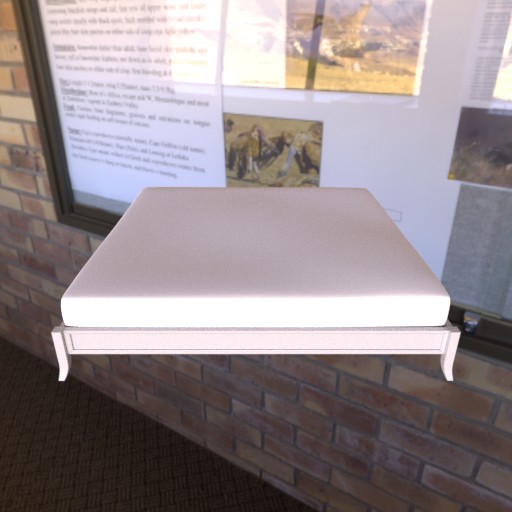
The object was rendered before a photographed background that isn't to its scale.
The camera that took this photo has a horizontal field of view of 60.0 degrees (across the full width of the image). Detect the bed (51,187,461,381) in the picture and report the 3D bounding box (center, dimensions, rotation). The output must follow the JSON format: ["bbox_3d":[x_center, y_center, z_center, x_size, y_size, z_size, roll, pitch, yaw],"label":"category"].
[{"bbox_3d":[0.000,0.000,3.158,2.108,0.510,2.007,0,26,0],"label":"bed"}]
